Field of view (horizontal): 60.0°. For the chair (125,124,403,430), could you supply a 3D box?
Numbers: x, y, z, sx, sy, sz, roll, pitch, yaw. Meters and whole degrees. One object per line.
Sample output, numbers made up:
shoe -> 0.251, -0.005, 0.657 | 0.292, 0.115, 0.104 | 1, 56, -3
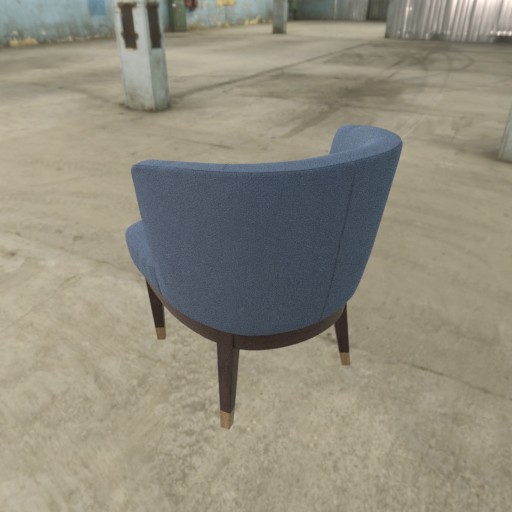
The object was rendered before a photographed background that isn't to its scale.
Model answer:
chair -> 0.000, 0.000, 1.291 | 0.661, 0.760, 0.702 | -18, 34, -29
